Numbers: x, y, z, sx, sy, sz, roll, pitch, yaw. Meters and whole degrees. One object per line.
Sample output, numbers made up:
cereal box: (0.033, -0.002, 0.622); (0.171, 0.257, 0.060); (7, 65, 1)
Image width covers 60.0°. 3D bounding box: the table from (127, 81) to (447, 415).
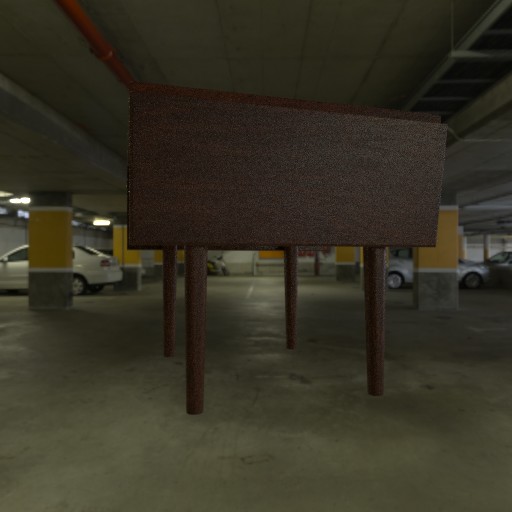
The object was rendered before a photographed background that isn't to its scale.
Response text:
table: (0.000, 0.000, 1.460); (0.812, 0.763, 0.843); (0, 0, -17)
